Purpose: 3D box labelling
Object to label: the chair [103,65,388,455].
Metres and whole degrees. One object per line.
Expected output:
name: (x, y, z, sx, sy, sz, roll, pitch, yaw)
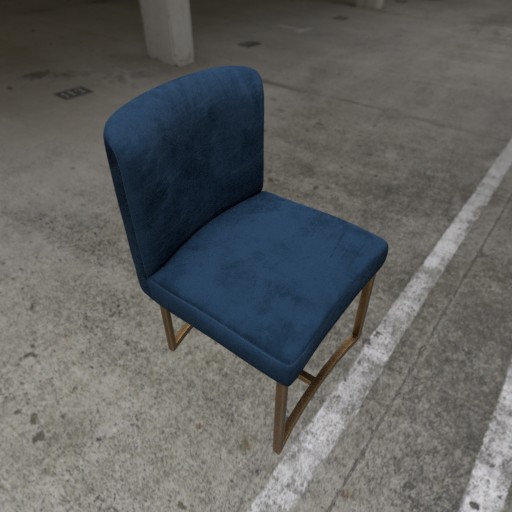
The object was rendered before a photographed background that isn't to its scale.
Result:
chair: (0.000, 0.000, 1.196, 0.560, 0.824, 0.530, 26, 47, 26)
